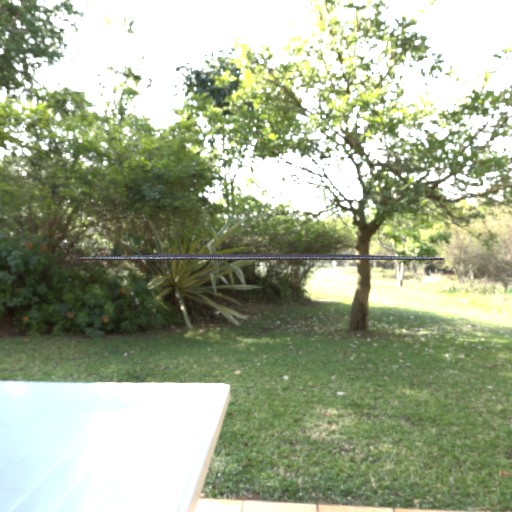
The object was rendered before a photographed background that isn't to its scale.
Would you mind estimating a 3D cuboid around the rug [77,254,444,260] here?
[{"bbox_3d":[0.000,0.000,2.369,1.219,0.009,1.829,0,1,-1],"label":"rug"}]
